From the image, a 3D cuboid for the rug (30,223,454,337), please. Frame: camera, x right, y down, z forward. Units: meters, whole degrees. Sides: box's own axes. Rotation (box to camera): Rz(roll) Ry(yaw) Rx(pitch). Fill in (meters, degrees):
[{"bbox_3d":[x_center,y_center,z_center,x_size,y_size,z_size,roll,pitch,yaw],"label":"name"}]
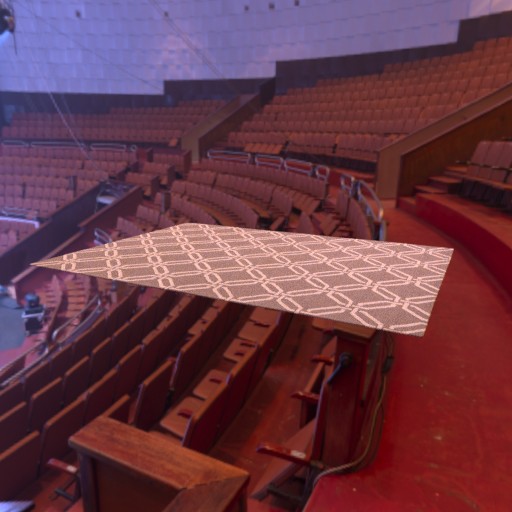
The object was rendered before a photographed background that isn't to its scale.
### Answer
[{"bbox_3d":[0.000,0.000,4.355,3.419,0.020,2.441,7,16,26],"label":"rug"}]
